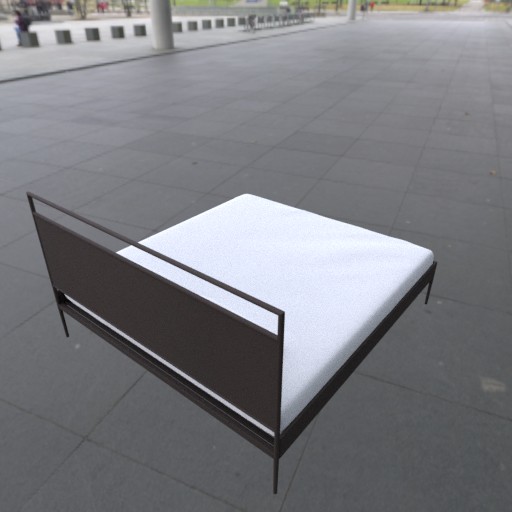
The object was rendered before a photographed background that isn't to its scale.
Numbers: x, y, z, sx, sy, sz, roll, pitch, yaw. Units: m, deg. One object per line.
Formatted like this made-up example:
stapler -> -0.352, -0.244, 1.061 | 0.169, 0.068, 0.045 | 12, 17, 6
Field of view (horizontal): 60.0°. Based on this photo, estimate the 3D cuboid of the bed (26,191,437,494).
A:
bed -> 0.000, 0.000, 3.263 | 1.993, 1.173, 2.151 | 22, 37, 33
